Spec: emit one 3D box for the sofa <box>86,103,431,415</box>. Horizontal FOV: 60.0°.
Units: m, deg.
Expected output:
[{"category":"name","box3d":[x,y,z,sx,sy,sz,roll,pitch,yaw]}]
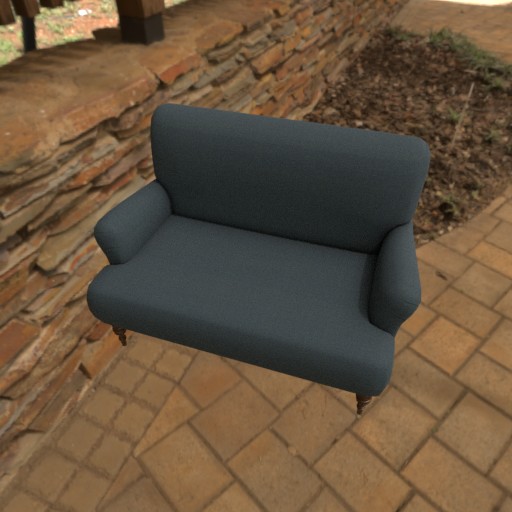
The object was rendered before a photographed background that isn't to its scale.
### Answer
[{"category":"sofa","box3d":[0.000,0.000,1.849,1.297,0.889,0.779,12,42,14]}]
